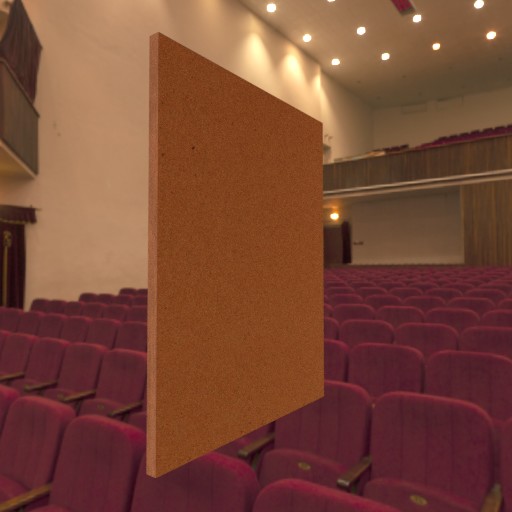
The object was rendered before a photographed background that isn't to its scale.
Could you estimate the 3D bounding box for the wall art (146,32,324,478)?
[{"bbox_3d":[0.000,0.000,0.807,0.020,0.613,0.481,-1,-2,37],"label":"wall art"}]
